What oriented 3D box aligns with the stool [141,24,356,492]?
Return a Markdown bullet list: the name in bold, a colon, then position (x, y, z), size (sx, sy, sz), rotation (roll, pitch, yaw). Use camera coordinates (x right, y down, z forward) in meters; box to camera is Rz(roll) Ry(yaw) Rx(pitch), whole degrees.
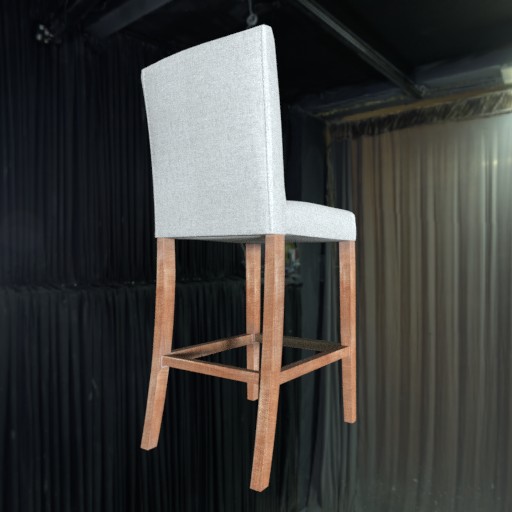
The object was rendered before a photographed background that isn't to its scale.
- **stool**: position (0.000, 0.000, 1.360), size (0.439, 1.088, 0.570), rotation (0, 0, 35)
